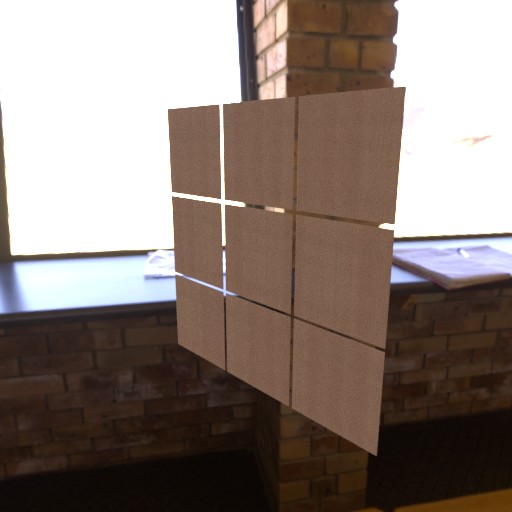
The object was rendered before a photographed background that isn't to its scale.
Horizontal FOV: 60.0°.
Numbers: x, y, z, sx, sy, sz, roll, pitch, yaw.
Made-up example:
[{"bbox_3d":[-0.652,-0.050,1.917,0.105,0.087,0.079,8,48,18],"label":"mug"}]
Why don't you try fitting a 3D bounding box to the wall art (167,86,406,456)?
[{"bbox_3d":[0.000,0.000,2.264,0.002,1.505,1.517,-13,20,-42],"label":"wall art"}]
